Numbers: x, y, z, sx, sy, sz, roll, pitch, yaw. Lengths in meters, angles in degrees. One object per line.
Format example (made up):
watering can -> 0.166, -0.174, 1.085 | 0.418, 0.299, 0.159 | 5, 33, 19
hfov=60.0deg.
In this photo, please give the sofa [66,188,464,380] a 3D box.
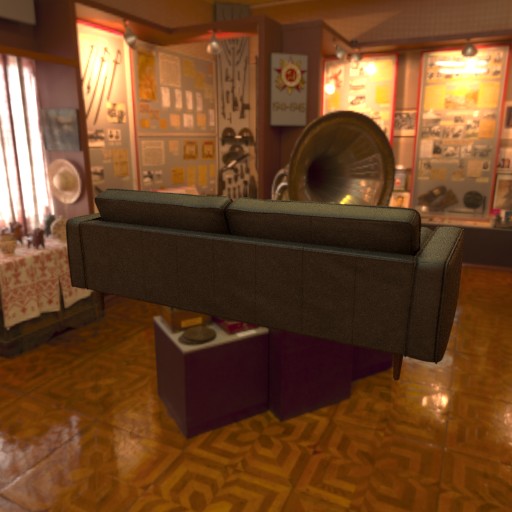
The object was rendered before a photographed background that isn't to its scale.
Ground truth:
sofa -> 0.000, 0.000, 2.633 | 2.210, 0.762, 0.914 | 8, 16, 27
